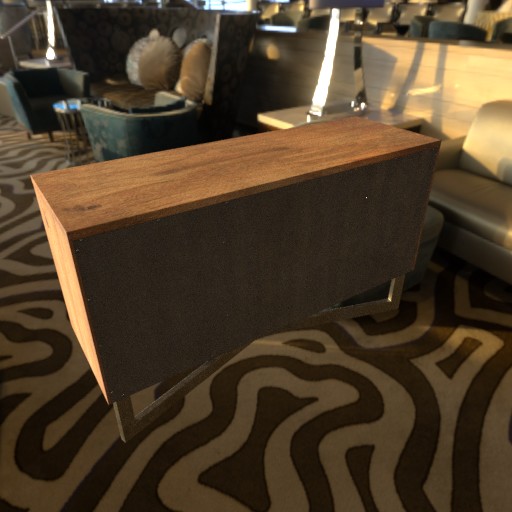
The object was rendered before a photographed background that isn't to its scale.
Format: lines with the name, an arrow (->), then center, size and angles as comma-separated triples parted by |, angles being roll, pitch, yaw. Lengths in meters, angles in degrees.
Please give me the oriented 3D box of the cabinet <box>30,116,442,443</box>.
cabinet -> 0.000, 0.000, 1.736 | 1.373, 0.812, 0.480 | -19, 35, -28
